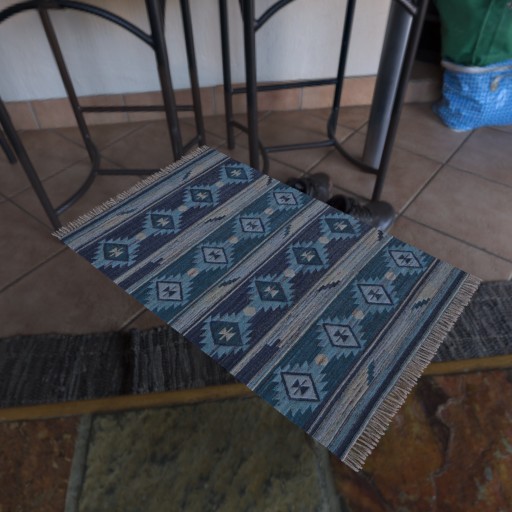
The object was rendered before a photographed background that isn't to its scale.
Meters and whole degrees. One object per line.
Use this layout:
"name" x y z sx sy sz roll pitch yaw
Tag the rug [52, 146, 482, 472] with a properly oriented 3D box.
"rug" 0.000 0.000 2.299 1.936 0.028 1.181 31 53 27
